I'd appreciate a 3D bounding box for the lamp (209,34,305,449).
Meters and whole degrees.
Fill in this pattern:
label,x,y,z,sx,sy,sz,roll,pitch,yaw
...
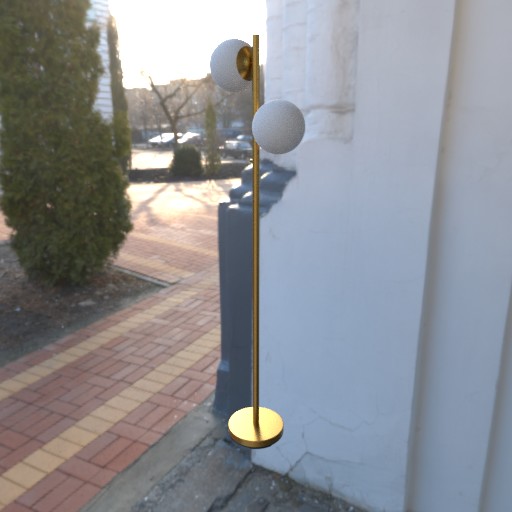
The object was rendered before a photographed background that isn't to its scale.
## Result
label,x,y,z,sx,sy,sz,roll,pitch,yaw
lamp,0.000,0.000,1.794,0.419,1.641,0.249,14,21,43
